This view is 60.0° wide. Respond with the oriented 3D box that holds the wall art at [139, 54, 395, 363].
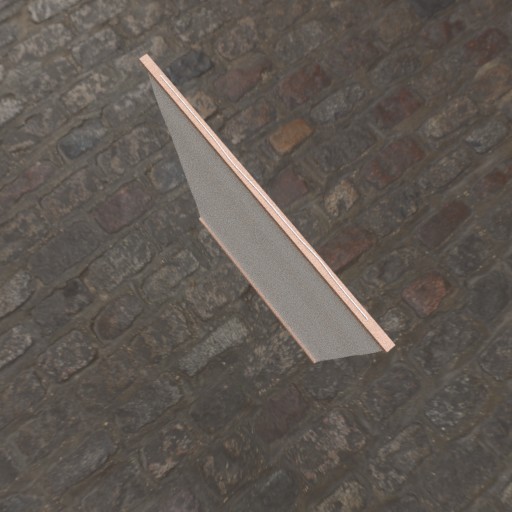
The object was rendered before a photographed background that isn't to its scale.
[{"bbox_3d":[0.000,0.000,1.328,0.020,1.013,0.758,-37,78,-9],"label":"wall art"}]
